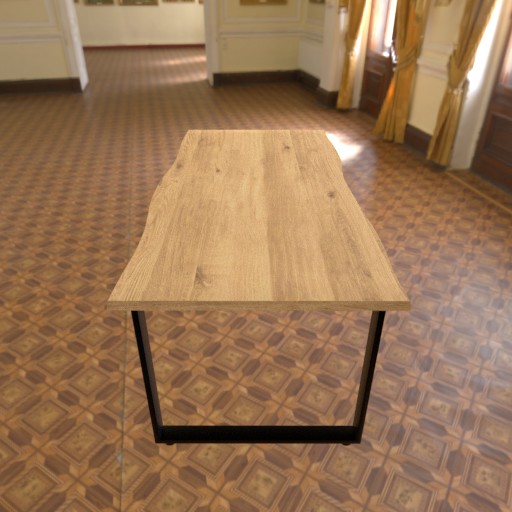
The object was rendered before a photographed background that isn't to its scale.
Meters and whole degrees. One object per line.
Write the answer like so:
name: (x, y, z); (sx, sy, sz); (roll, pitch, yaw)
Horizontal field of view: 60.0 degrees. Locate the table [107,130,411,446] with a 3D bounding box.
table: (0.000, 0.000, 2.236); (0.900, 0.780, 1.800); (0, 31, 0)
